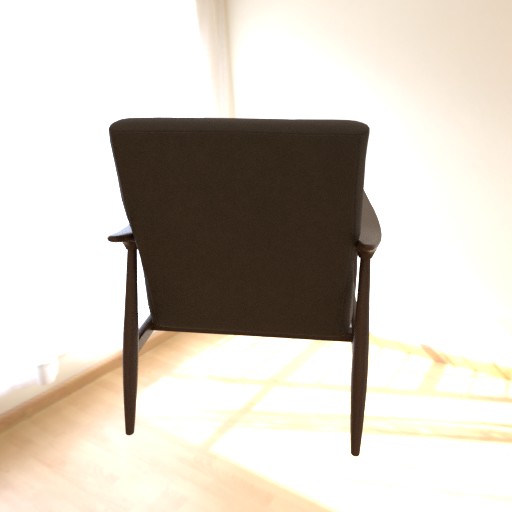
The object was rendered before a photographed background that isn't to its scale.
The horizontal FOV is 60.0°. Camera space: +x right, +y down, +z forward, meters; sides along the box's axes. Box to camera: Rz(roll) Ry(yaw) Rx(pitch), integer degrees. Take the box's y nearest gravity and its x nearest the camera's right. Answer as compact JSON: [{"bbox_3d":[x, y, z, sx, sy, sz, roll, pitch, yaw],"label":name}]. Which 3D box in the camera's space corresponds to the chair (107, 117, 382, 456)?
[{"bbox_3d":[0.000,0.000,1.402,0.741,0.831,0.798,2,17,7],"label":"chair"}]
